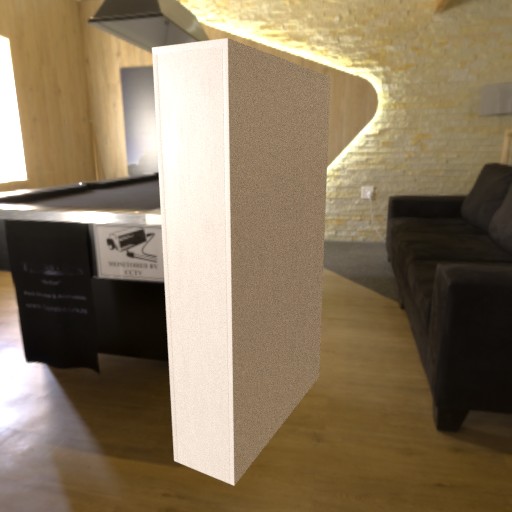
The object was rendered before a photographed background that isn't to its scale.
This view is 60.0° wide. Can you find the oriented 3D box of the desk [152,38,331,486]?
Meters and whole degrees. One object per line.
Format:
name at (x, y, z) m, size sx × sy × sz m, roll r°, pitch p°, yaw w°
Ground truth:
desk at (0.000, 0.000, 1.599) m, size 0.250 × 1.280 × 0.750 m, roll 8°, pitch 16°, yaw 27°
